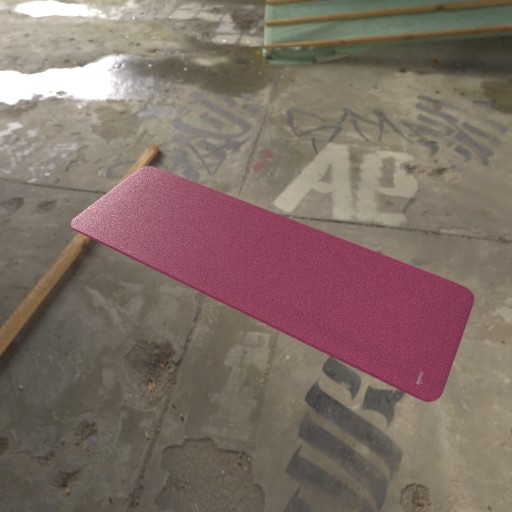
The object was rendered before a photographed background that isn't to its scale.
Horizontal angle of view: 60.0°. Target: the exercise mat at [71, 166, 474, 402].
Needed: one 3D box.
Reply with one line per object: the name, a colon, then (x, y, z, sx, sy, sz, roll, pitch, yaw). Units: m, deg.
exercise mat: (0.000, 0.000, 2.090, 1.884, 0.021, 0.616, 23, 50, 21)
